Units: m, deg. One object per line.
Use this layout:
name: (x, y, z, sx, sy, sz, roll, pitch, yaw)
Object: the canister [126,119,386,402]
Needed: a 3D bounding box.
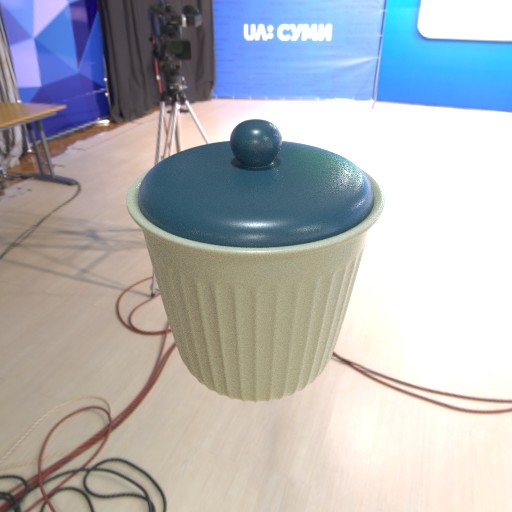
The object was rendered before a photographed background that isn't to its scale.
canister: (0.000, 0.000, 0.349, 0.181, 0.211, 0.181, 0, 32, 0)
